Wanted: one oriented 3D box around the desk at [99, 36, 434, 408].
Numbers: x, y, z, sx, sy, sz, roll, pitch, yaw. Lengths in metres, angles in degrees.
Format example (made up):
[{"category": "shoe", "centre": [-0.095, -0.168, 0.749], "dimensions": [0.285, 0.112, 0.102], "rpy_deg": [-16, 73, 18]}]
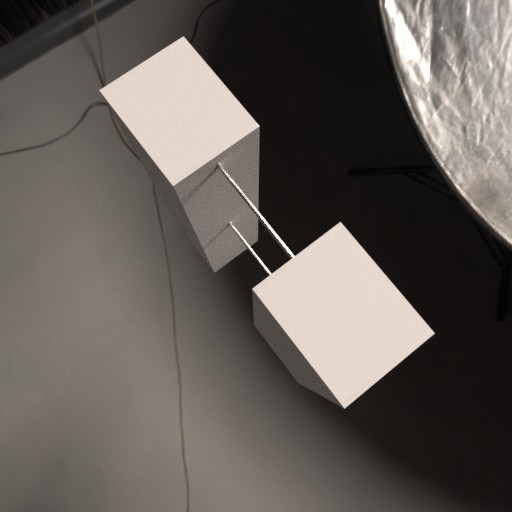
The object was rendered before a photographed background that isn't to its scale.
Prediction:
[{"category": "desk", "centre": [0.000, 0.000, 2.907], "dimensions": [0.480, 2.000, 1.770], "rpy_deg": [-37, 80, -8]}]
